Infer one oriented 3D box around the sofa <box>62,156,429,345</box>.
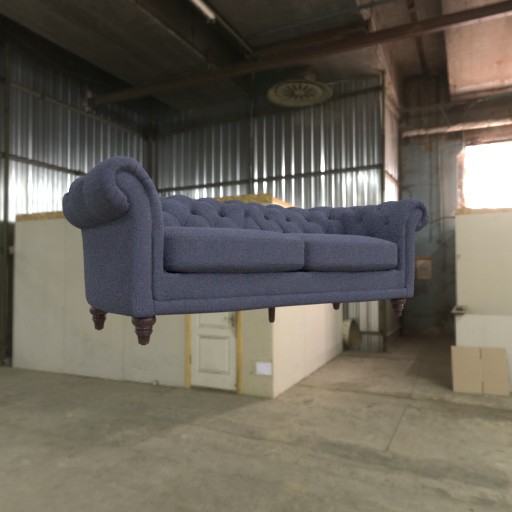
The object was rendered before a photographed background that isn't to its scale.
[{"bbox_3d":[0.000,0.000,2.875,2.335,0.836,1.046,1,-1,-36],"label":"sofa"}]
